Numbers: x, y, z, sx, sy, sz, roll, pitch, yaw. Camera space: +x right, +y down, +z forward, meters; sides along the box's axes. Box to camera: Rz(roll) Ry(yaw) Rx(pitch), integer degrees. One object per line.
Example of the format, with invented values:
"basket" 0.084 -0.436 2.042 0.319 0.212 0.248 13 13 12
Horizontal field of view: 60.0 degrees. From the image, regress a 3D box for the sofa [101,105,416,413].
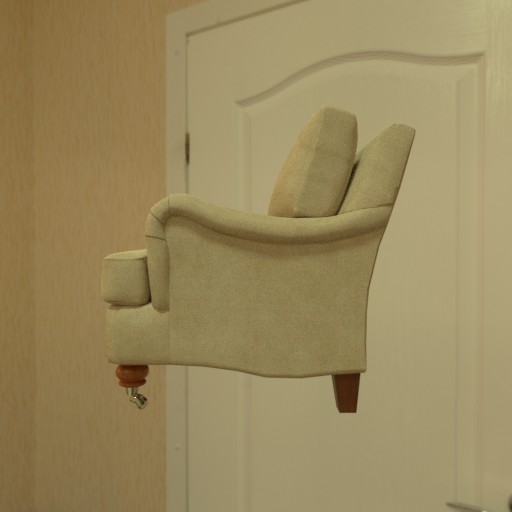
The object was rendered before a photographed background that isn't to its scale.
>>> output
"sofa" 0.000 0.000 2.205 1.086 1.087 1.498 0 1 0
